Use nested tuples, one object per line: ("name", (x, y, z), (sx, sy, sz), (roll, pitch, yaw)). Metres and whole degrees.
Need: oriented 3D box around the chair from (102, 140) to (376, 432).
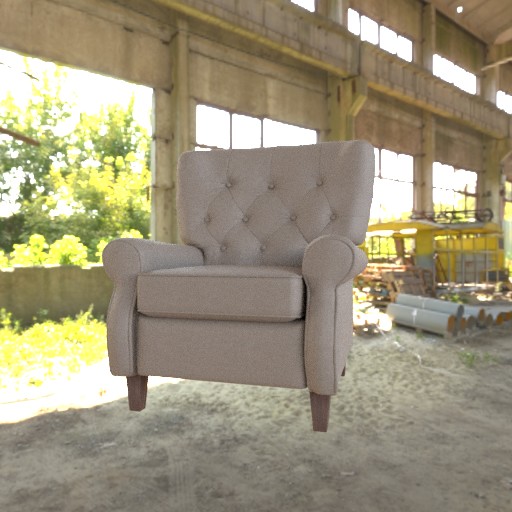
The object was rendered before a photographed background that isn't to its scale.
("chair", (0.000, 0.000, 1.938), (0.999, 1.138, 1.041), (0, 0, 16))
